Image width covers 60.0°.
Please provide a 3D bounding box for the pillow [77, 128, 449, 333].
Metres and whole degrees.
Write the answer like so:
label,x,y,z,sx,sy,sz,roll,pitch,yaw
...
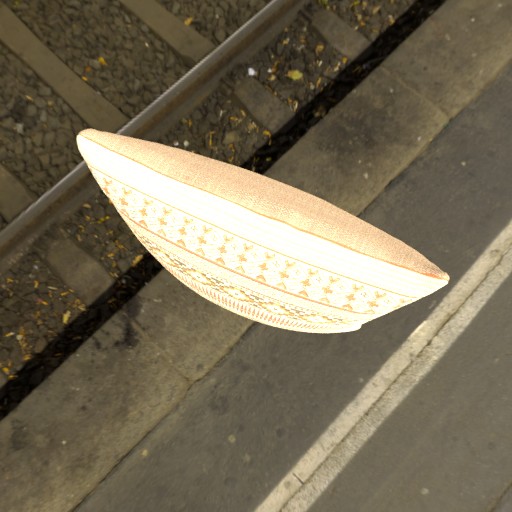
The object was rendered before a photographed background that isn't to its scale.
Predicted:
label,x,y,z,sx,sy,sz,roll,pitch,yaw
pillow,0.000,0.000,0.802,0.521,0.519,0.215,22,76,6
